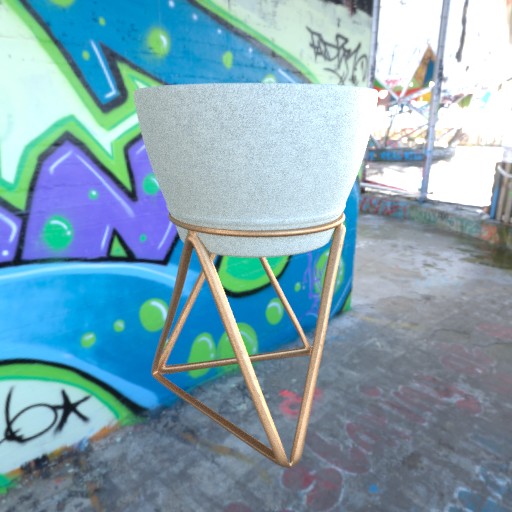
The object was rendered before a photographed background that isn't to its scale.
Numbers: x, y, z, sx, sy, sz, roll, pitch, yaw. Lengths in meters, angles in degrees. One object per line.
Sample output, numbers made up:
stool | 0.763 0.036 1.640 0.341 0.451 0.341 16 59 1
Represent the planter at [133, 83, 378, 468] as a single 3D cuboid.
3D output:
planter | 0.000 0.000 0.727 0.350 0.504 0.350 16 23 42
